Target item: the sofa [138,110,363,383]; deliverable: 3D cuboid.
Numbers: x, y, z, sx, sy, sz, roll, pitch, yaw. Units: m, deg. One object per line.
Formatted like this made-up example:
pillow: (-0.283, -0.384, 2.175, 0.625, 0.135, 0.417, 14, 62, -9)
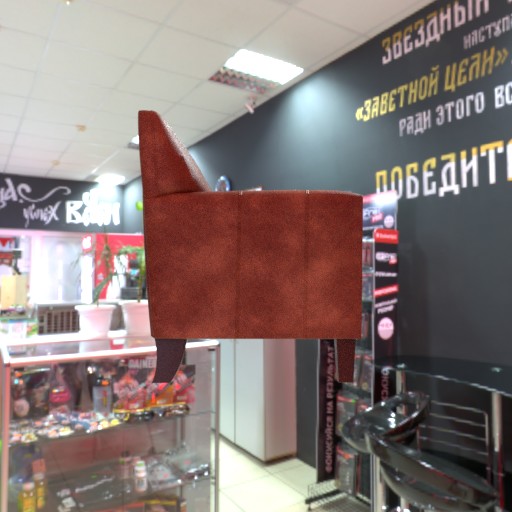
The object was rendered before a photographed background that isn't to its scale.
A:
sofa: (0.000, 0.000, 2.504, 0.805, 0.947, 2.053, 0, -2, 0)
